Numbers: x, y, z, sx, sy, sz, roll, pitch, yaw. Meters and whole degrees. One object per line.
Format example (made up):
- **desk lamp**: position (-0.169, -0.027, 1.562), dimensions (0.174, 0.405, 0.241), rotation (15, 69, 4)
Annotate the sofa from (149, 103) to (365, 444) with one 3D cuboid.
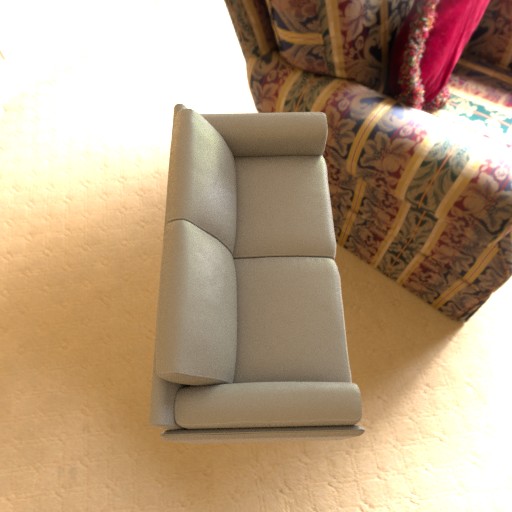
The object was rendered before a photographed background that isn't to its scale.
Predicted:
- **sofa**: position (0.000, 0.000, 2.731), dimensions (1.049, 0.930, 2.101), rotation (-1, 64, -1)
